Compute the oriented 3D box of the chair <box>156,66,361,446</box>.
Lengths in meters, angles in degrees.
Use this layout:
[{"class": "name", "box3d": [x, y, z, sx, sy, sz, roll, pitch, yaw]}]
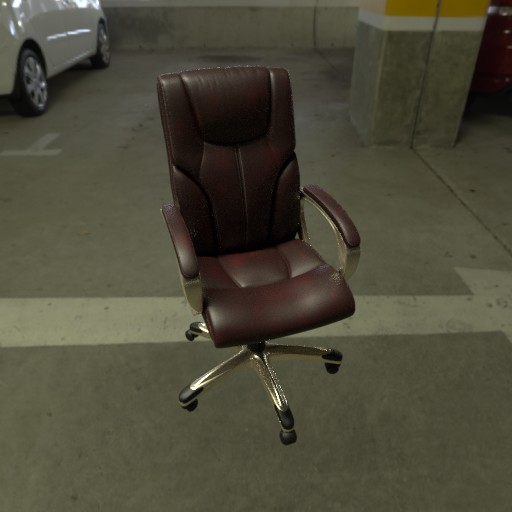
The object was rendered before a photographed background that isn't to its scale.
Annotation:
[{"class": "chair", "box3d": [0.000, 0.000, 1.521, 0.662, 1.107, 0.739, -10, 34, -16]}]
